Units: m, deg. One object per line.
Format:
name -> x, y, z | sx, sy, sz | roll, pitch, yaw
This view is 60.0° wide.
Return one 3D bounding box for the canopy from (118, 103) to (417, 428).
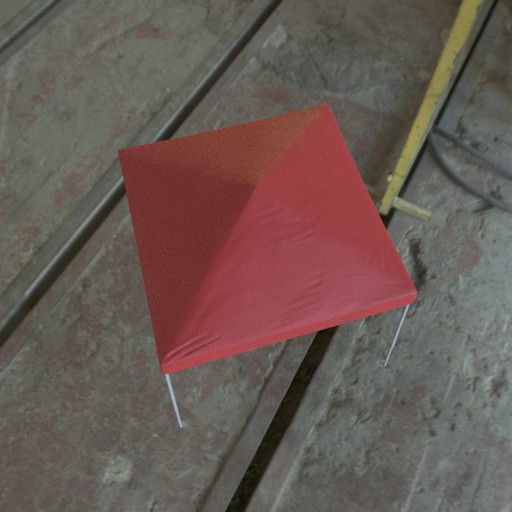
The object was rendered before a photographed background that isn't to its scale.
canopy -> 0.000, 0.000, 6.491 | 3.600, 3.600, 3.599 | -15, 66, -7
